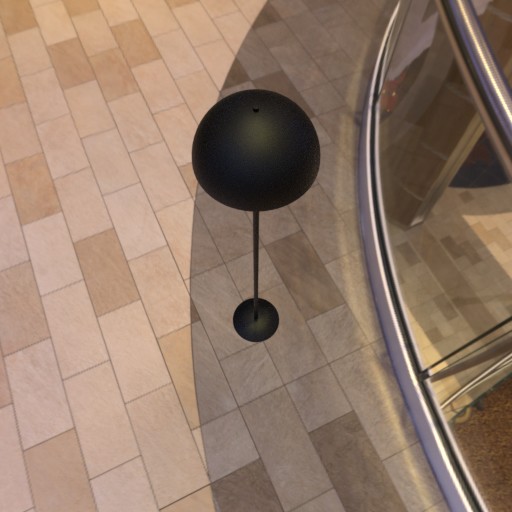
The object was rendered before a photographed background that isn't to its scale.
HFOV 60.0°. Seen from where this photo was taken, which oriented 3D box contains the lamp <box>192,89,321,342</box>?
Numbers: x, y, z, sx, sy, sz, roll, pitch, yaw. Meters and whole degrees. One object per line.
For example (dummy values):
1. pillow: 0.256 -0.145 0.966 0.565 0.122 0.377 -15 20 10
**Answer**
1. lamp: 0.000 0.000 1.644 0.328 1.480 0.328 17 65 8
